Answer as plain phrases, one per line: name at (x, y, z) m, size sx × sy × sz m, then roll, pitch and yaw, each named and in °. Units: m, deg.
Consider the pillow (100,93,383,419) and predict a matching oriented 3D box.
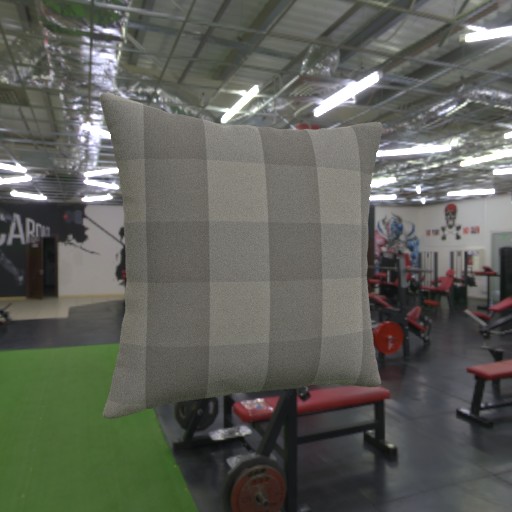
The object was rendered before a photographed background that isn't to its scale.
pillow at (0.000, 0.000, 0.773) m, size 0.511 × 0.509 × 0.161 m, roll 0°, pitch 1°, yaw -19°
